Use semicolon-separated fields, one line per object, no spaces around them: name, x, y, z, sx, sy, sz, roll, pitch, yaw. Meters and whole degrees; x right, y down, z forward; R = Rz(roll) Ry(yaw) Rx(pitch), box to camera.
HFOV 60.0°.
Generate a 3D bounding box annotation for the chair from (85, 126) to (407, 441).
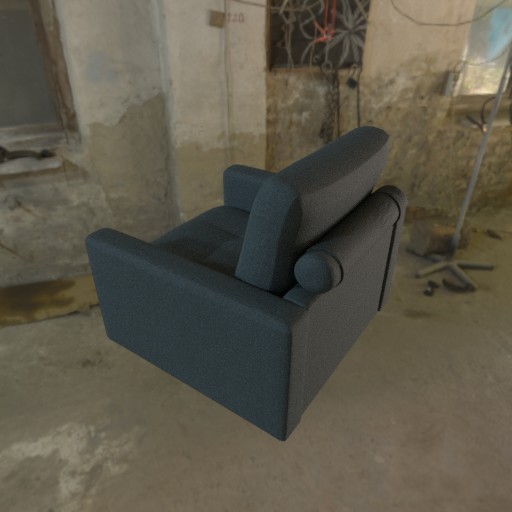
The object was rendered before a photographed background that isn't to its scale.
chair;0.000;0.000;1.575;0.843;0.880;0.821;20;37;29
